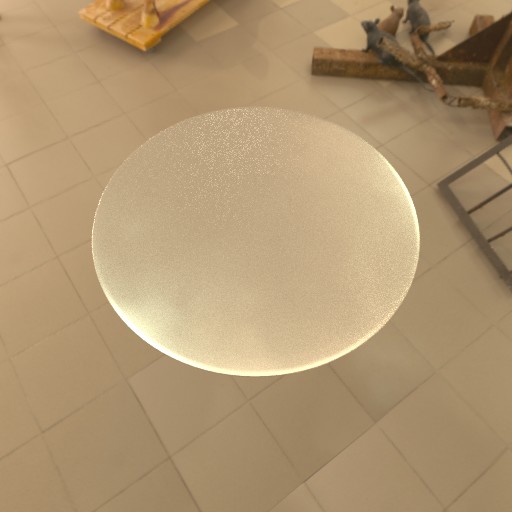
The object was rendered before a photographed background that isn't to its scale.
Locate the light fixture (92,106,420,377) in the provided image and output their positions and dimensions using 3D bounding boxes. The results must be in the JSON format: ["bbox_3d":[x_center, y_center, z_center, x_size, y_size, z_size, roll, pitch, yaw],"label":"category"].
[{"bbox_3d":[0.000,0.000,0.442,0.280,0.135,0.280,0,59,0],"label":"light fixture"}]
